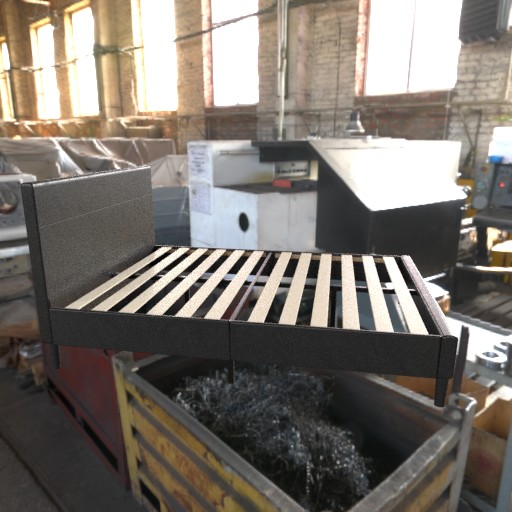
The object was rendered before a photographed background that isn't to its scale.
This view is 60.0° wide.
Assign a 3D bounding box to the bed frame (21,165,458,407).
[{"bbox_3d":[0.000,0.000,2.872,2.152,1.046,1.469,3,15,10],"label":"bed frame"}]
